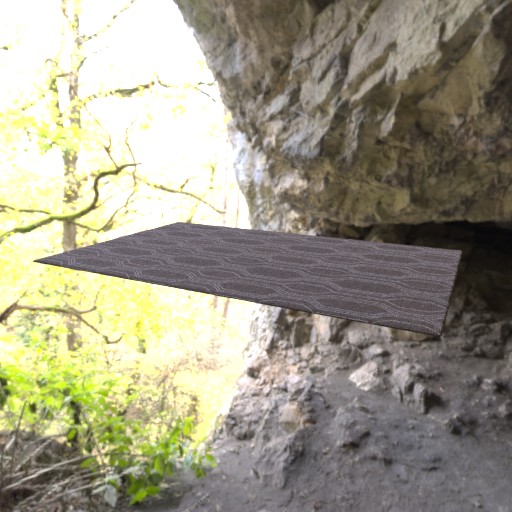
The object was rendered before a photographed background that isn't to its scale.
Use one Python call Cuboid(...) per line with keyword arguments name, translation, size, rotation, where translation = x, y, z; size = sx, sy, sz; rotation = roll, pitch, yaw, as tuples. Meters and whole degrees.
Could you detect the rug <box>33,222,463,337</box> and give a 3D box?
Cuboid(name="rug", translation=(0.000, 0.000, 2.975), size=(2.457, 0.012, 1.541), rotation=(7, 17, 26))
